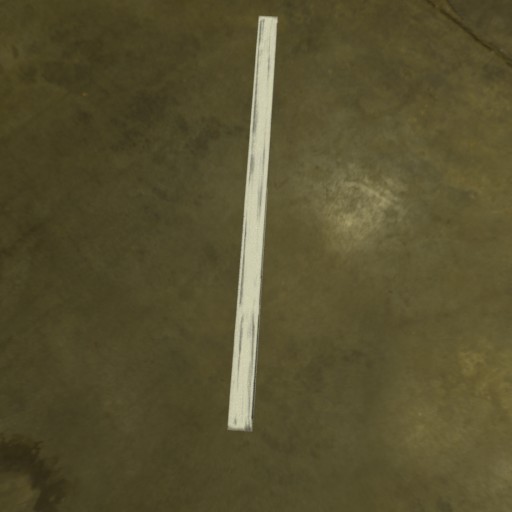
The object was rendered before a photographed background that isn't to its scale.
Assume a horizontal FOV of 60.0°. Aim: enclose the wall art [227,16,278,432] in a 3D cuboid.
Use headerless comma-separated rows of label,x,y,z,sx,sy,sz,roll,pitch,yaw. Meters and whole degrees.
wall art,0.000,0.000,1.129,0.037,0.761,0.761,3,74,1
